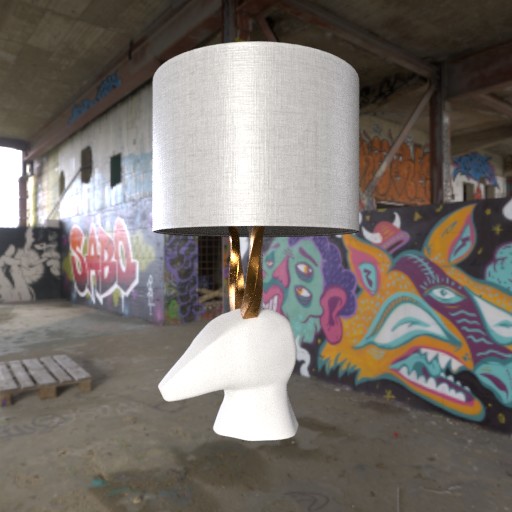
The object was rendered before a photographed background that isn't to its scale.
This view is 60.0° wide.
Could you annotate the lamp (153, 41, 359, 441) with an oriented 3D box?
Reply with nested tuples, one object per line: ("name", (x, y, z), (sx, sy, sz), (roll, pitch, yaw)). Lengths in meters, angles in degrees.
("lamp", (0.000, 0.000, 0.657), (0.298, 0.503, 0.298), (0, 0, -19))
